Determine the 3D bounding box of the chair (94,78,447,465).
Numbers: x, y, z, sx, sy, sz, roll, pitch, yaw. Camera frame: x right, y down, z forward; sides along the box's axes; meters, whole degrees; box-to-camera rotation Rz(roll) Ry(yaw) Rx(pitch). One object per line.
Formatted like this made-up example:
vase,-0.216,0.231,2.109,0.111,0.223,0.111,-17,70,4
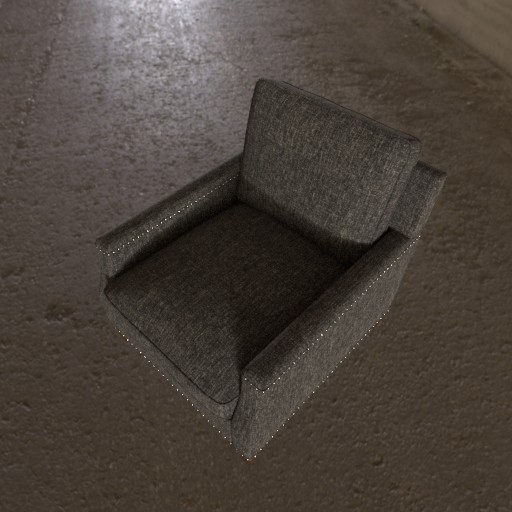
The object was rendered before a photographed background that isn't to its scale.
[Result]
chair,0.000,0.000,1.684,0.853,0.943,1.014,35,56,28
